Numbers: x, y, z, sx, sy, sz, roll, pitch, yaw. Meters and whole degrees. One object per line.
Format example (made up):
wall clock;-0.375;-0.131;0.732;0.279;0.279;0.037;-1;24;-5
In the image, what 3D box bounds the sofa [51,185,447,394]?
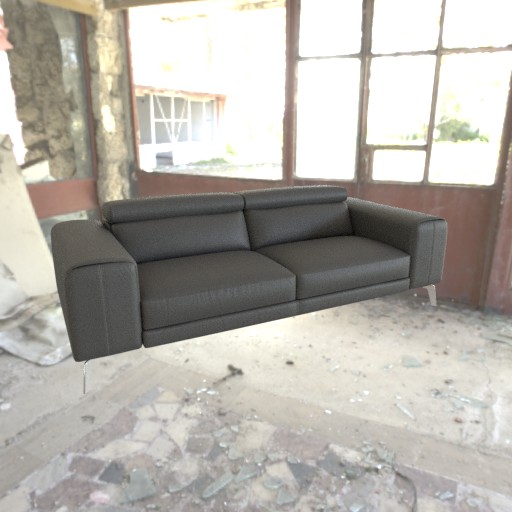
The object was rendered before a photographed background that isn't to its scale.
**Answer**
sofa;0.000;0.000;2.834;2.321;0.759;1.023;-8;18;-26
